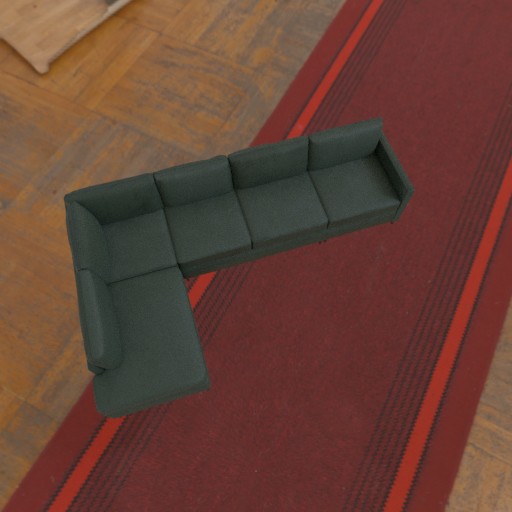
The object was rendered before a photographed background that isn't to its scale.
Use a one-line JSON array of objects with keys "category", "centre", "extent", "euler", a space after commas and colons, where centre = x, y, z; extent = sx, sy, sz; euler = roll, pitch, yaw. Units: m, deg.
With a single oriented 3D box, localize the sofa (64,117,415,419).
[{"category": "sofa", "centre": [0.000, 0.000, 4.325], "extent": [3.384, 0.996, 2.048], "euler": [-16, 65, -7]}]
